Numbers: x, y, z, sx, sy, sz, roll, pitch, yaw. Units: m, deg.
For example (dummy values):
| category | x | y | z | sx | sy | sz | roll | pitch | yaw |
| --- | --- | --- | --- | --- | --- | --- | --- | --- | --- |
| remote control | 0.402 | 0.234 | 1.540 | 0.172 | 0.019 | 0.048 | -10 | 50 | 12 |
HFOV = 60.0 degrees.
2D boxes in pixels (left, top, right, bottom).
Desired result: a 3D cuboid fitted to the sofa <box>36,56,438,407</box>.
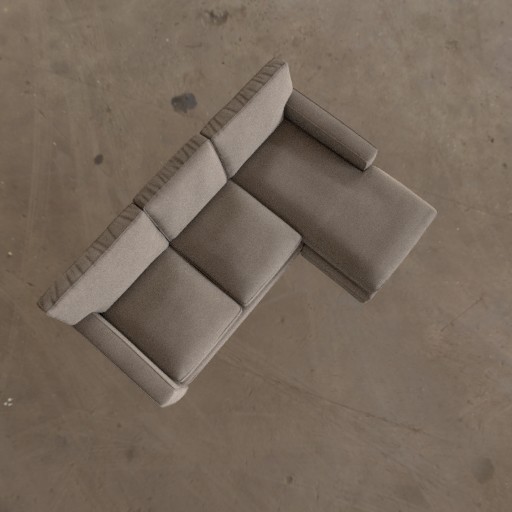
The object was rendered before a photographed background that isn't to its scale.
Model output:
| category | x | y | z | sx | sy | sz | roll | pitch | yaw |
| --- | --- | --- | --- | --- | --- | --- | --- | --- | --- |
| sofa | 0.000 | 0.000 | 2.821 | 1.496 | 0.861 | 2.087 | 39 | 79 | 9 |
